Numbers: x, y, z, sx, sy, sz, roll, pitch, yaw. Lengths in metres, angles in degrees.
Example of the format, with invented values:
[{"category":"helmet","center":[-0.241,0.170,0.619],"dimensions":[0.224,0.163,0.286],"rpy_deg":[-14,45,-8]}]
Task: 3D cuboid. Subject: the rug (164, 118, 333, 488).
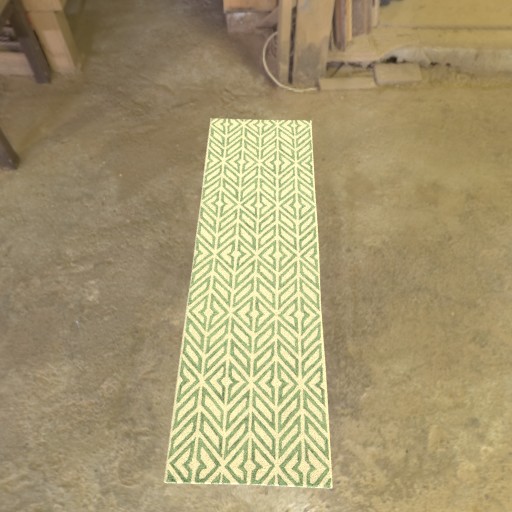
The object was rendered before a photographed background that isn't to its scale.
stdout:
[{"category":"rug","center":[0.000,0.000,2.633],"dimensions":[0.750,0.009,2.435],"rpy_deg":[1,57,1]}]
